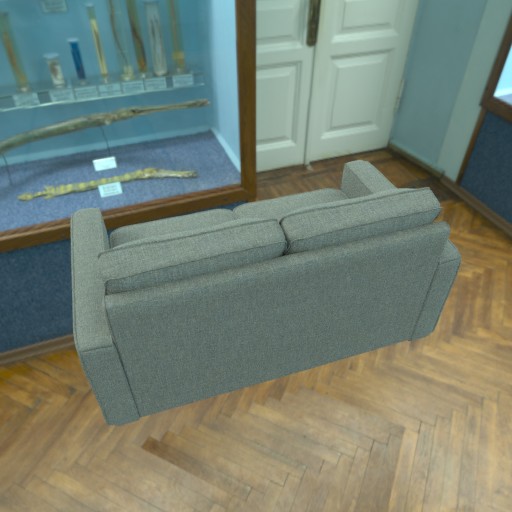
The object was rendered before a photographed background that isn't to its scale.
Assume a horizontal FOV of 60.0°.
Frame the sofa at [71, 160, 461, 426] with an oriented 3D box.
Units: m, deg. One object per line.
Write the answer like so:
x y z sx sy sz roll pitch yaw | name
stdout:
0.000 0.000 2.218 1.706 0.915 0.945 -12 43 -14 | sofa
